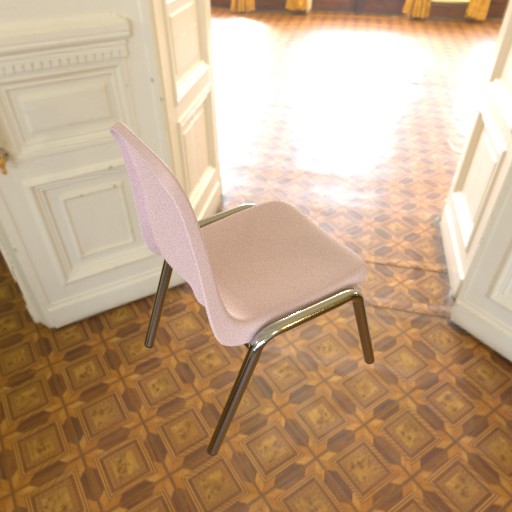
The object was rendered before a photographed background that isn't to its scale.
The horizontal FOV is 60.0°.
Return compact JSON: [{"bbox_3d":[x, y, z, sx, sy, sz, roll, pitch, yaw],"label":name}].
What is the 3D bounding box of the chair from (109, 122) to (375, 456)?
[{"bbox_3d":[0.000,0.000,0.848,0.423,0.586,0.354,-23,45,-25],"label":"chair"}]
